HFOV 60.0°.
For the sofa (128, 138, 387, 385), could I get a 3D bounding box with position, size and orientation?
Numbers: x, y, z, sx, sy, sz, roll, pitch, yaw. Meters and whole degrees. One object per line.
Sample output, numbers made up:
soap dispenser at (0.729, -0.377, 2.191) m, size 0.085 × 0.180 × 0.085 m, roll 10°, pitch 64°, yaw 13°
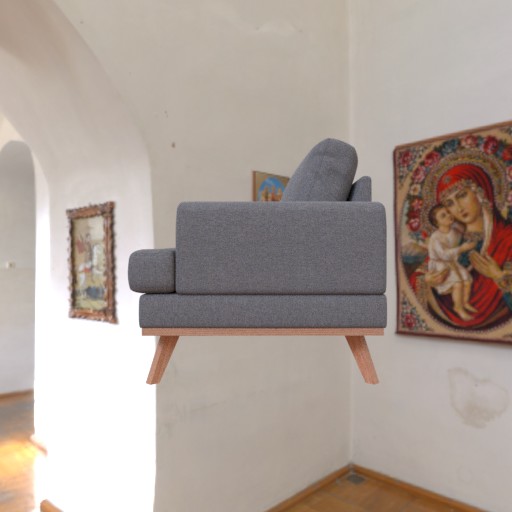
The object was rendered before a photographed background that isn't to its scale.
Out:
sofa at (0.000, 0.000, 2.132) m, size 0.785 × 0.810 × 1.650 m, roll 0°, pitch -1°, yaw 0°
